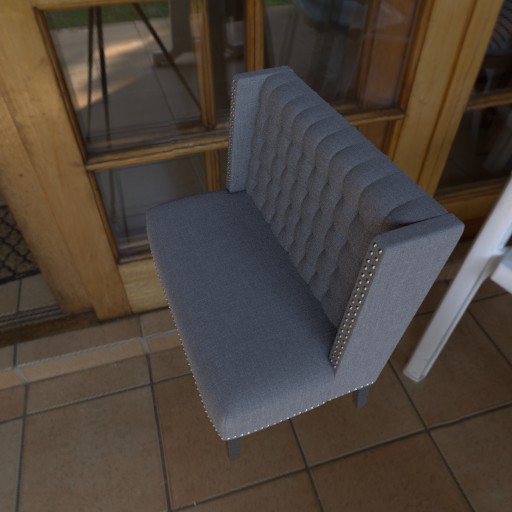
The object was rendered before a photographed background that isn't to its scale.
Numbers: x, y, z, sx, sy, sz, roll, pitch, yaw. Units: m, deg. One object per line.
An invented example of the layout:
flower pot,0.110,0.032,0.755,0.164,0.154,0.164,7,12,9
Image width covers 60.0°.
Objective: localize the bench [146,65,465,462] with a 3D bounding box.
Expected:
bench,0.000,0.000,2.007,0.842,1.121,1.276,-16,48,-15
